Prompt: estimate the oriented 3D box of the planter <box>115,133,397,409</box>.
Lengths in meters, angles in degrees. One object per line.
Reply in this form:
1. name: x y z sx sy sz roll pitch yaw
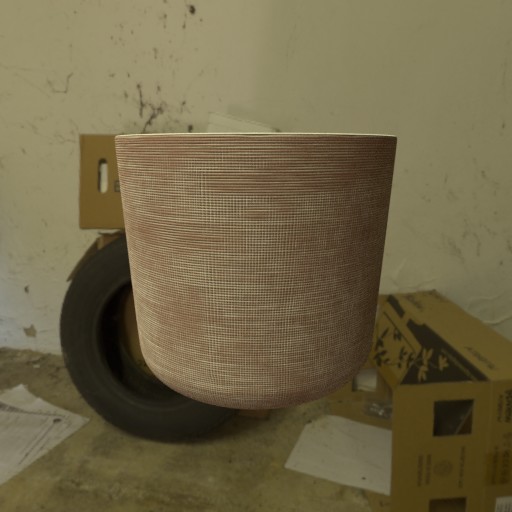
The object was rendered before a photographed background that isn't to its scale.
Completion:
1. planter: 0.000 0.000 0.769 0.440 0.398 0.440 0 14 0
